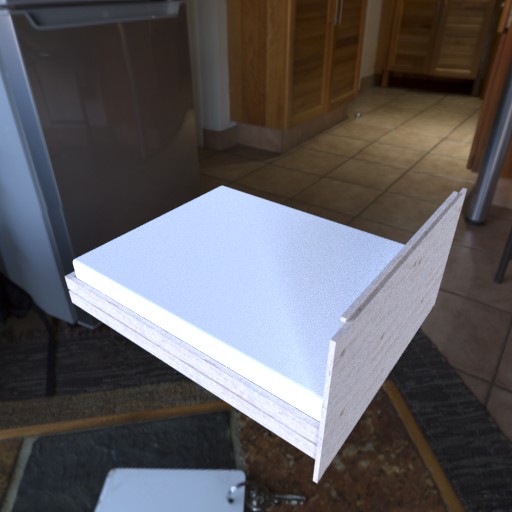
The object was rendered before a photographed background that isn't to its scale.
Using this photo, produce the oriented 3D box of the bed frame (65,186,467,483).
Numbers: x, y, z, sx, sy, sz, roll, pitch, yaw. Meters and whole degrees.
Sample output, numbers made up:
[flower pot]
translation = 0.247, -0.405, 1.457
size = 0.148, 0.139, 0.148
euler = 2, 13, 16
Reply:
[bed frame]
translation = 0.000, 0.000, 3.045
size = 2.080, 0.970, 1.750
euler = 22, 39, 30
